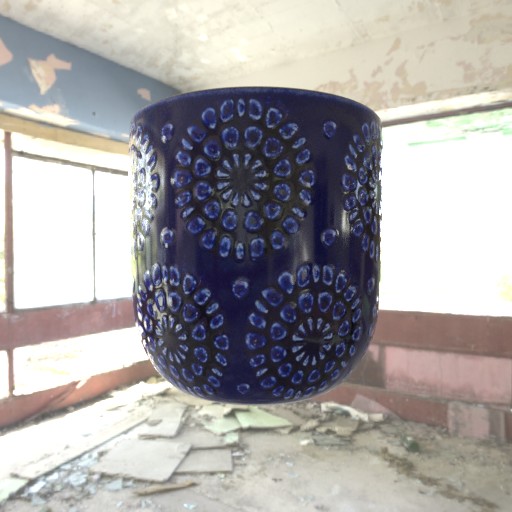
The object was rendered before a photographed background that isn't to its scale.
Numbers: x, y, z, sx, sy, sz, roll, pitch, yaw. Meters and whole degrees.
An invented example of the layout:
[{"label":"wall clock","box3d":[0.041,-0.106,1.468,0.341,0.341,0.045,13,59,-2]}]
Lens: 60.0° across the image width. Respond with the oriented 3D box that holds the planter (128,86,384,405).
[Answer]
[{"label":"planter","box3d":[0.000,0.000,0.197,0.109,0.112,0.109,0,0,0]}]
